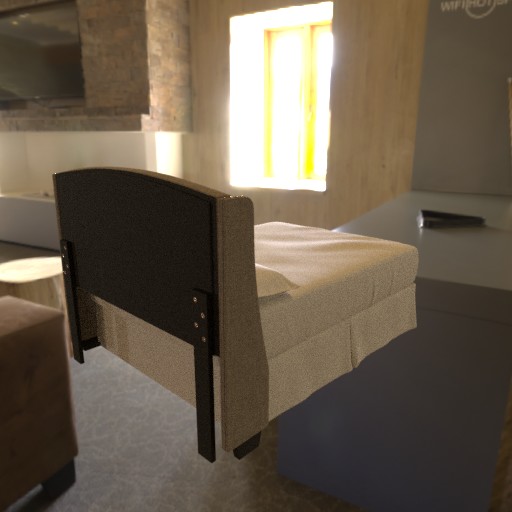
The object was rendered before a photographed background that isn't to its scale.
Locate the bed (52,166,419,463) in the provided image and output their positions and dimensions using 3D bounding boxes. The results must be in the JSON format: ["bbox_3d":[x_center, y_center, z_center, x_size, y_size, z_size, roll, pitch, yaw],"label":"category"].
[{"bbox_3d":[0.000,0.000,3.310,1.710,1.407,2.237,14,21,42],"label":"bed"}]
